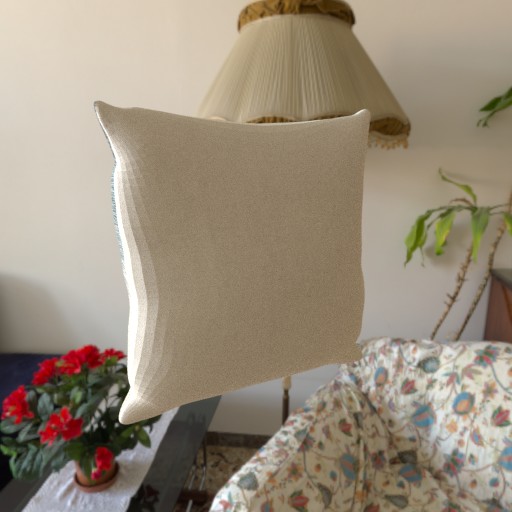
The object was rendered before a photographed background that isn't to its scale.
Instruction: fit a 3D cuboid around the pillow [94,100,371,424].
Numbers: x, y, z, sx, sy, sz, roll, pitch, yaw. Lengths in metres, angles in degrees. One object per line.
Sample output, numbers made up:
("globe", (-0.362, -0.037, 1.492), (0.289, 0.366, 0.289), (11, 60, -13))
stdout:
("pillow", (0.000, 0.000, 0.673), (0.440, 0.441, 0.182), (-7, 15, -28))
